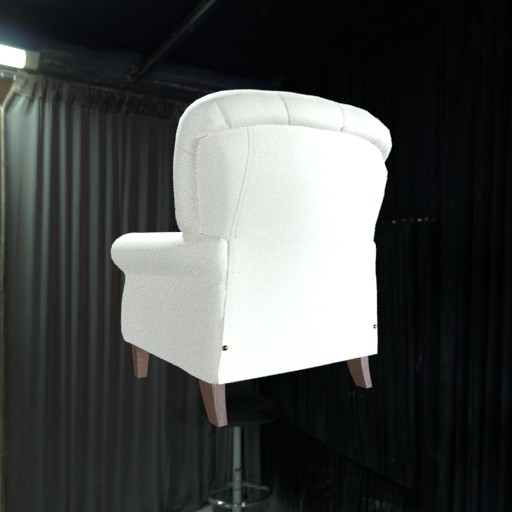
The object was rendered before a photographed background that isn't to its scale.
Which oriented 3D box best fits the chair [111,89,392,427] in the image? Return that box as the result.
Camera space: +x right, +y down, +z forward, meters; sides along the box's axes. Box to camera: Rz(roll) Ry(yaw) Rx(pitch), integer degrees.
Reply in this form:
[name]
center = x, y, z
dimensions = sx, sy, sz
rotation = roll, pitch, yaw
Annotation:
[chair]
center = 0.000, 0.000, 2.027
dimensions = 1.035, 1.169, 1.132
rotation = 0, 1, -35
